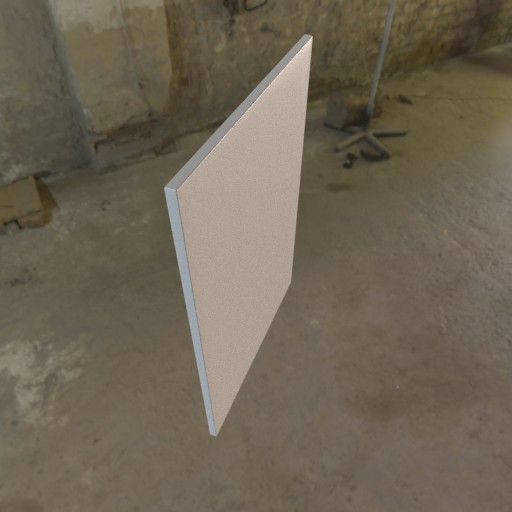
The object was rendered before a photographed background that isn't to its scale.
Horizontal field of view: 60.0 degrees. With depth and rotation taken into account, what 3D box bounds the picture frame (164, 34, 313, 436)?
[{"bbox_3d":[0.000,0.000,0.695,0.012,0.534,0.381,17,49,16],"label":"picture frame"}]
